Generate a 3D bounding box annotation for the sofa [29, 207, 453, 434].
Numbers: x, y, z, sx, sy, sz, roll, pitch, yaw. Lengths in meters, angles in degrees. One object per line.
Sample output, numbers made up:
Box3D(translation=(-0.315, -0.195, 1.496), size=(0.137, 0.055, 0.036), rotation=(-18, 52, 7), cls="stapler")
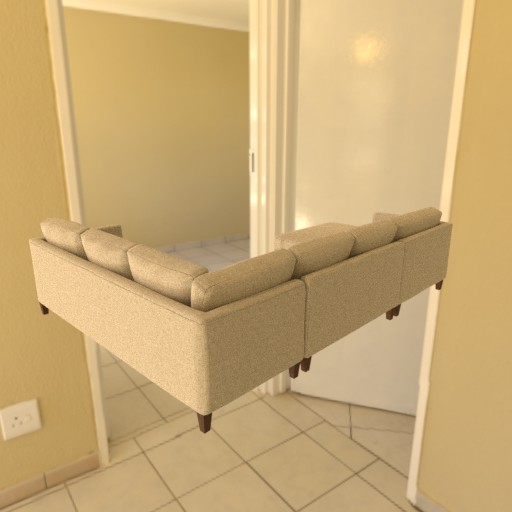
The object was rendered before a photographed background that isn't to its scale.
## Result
Box3D(translation=(0.000, 0.000, 4.478), size=(2.593, 0.959, 3.460), rotation=(16, 23, 42), cls="sofa")
